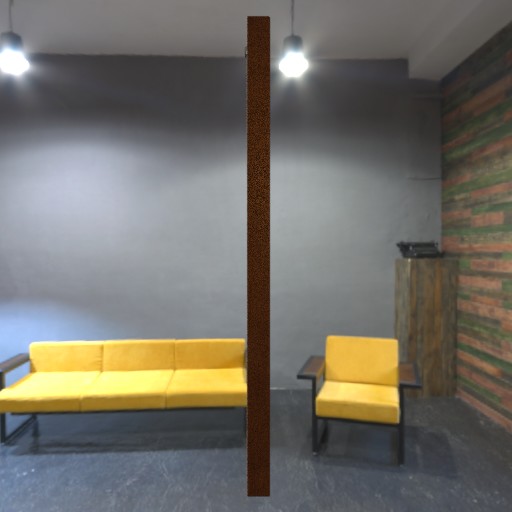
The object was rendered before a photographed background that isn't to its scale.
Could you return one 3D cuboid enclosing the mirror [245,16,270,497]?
[{"bbox_3d":[0.000,0.000,0.908,0.039,0.711,0.508,0,1,0],"label":"mirror"}]
